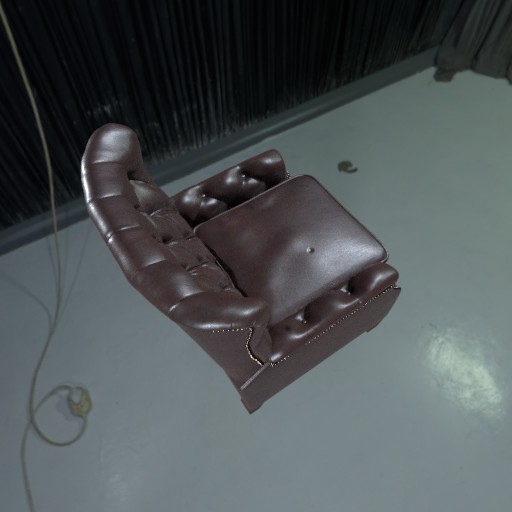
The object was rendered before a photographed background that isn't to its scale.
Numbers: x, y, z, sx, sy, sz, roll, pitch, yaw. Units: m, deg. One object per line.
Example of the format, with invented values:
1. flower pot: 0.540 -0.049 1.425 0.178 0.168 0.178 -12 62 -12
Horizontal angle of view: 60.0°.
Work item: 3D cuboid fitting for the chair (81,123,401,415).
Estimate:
1. chair: 0.000 0.000 1.470 0.823 0.864 0.709 -29 61 -18
